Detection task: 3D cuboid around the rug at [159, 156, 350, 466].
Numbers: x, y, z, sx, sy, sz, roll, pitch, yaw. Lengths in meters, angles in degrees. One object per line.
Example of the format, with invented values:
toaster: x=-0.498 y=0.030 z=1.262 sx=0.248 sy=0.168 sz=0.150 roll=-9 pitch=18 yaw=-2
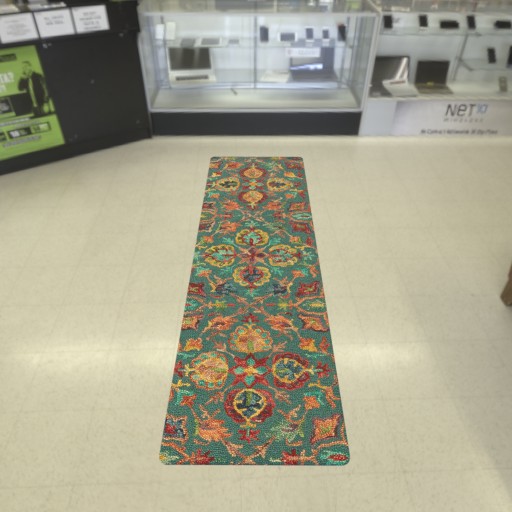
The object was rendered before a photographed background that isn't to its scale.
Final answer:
rug: x=0.000 y=0.000 z=2.440 sx=0.686 sy=0.013 sz=2.286 roll=0 pitch=40 yaw=0
